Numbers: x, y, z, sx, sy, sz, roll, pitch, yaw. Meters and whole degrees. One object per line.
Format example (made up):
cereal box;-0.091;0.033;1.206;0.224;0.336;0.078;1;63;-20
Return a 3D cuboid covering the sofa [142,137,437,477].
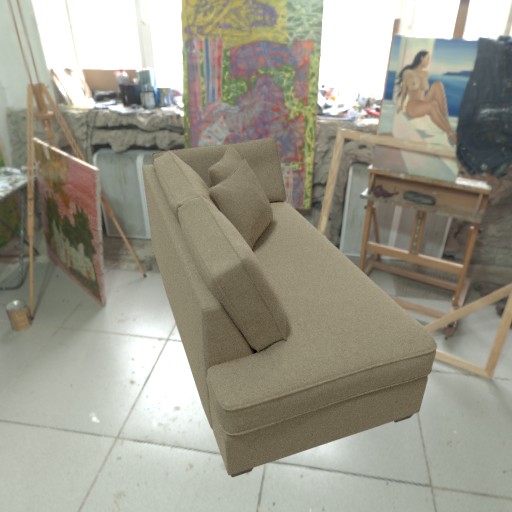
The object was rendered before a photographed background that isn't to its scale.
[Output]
sofa;0.000;0.000;2.825;1.110;1.033;2.237;-10;32;-17
